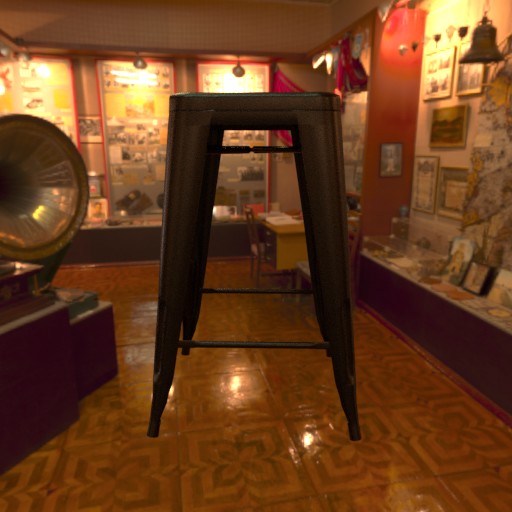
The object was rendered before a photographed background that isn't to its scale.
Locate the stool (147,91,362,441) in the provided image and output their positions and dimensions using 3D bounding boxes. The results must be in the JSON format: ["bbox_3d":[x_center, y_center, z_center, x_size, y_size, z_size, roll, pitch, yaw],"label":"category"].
[{"bbox_3d":[0.000,0.000,0.911,0.455,0.609,0.423,-2,14,-9],"label":"stool"}]
